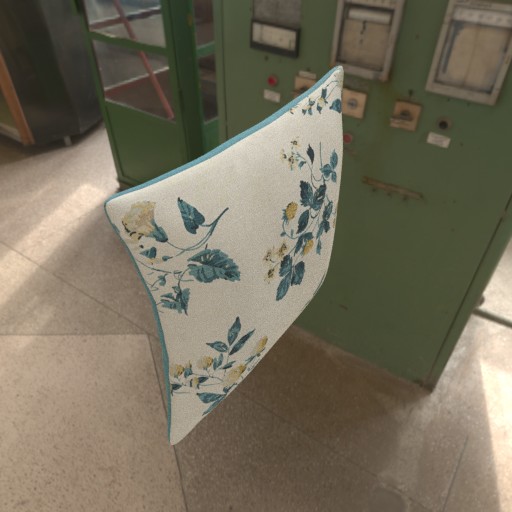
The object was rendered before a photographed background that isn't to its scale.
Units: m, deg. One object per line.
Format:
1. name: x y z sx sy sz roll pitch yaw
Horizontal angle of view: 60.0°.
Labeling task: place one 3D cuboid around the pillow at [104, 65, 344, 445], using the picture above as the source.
1. pillow: 0.000 0.000 0.775 0.166 0.507 0.526 25 47 26
